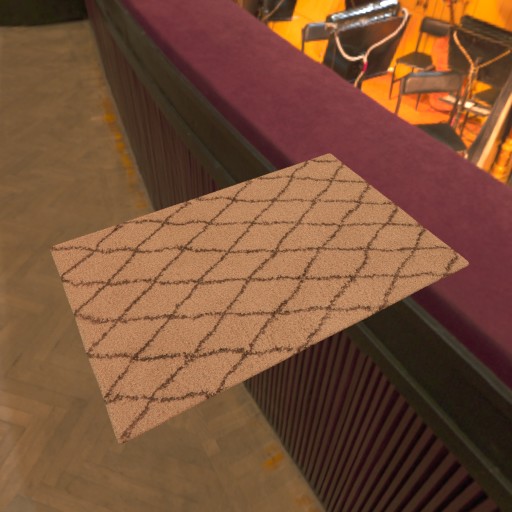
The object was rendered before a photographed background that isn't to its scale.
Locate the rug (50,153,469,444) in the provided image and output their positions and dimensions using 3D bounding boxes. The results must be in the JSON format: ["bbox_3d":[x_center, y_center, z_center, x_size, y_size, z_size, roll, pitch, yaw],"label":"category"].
[{"bbox_3d":[0.000,0.000,3.440,2.743,0.030,1.778,-22,49,-21],"label":"rug"}]
